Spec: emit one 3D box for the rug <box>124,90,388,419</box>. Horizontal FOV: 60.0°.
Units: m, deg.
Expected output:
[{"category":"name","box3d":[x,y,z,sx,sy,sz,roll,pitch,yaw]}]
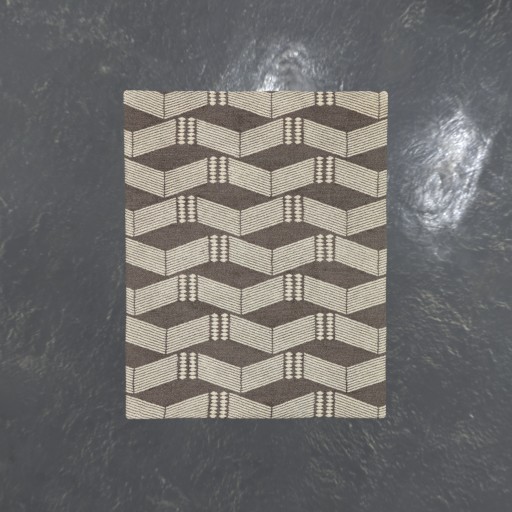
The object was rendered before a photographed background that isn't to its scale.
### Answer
[{"category":"rug","box3d":[0.000,0.000,4.123,2.438,0.016,3.048,0,91,-1]}]
